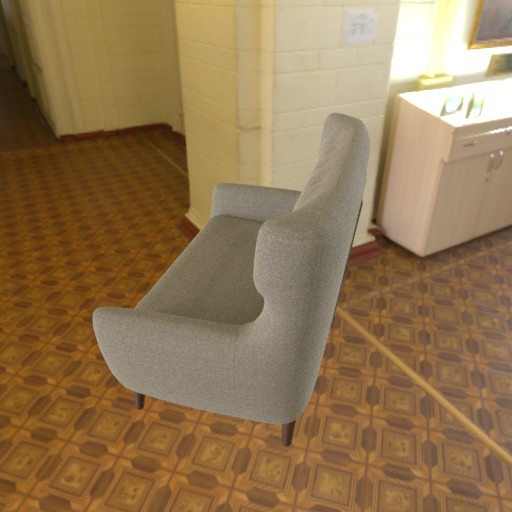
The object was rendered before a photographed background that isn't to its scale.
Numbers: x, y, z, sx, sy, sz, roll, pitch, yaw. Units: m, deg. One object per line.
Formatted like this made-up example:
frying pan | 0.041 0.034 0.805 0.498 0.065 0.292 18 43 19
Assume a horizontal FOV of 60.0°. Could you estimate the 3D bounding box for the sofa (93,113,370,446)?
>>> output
sofa | 0.000 0.000 2.028 0.884 1.028 1.386 8 32 14
